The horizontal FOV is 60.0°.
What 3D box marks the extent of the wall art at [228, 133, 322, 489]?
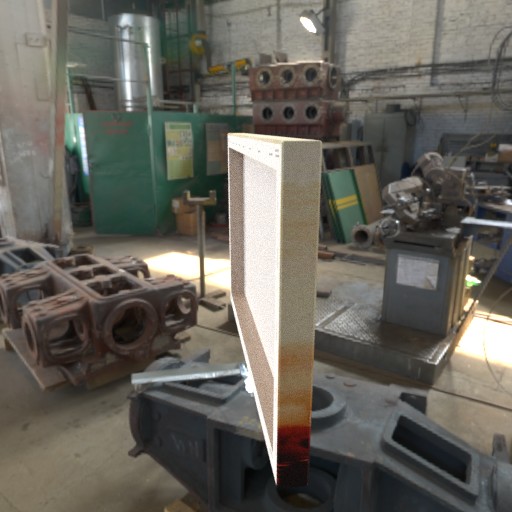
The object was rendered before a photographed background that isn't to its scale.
[{"bbox_3d":[0.000,0.000,0.765,0.040,0.402,0.613,-2,16,-8],"label":"wall art"}]
